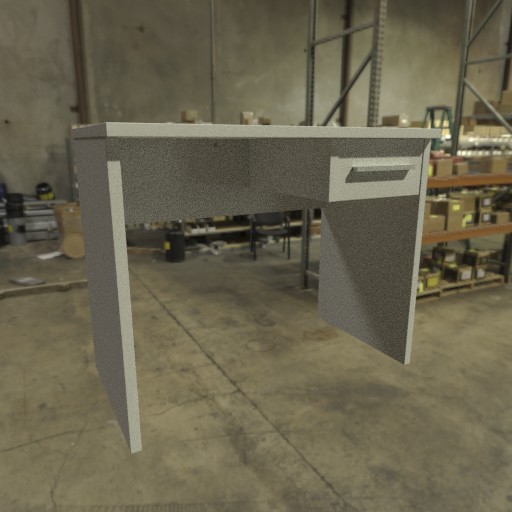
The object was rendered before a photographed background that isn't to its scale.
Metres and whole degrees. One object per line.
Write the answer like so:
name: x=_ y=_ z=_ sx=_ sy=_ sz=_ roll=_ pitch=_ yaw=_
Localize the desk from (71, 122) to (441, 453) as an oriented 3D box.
desk: x=0.000 y=0.000 z=1.323 sx=0.900 sy=0.729 sz=0.498 roll=-8 pitch=16 yaw=-28
